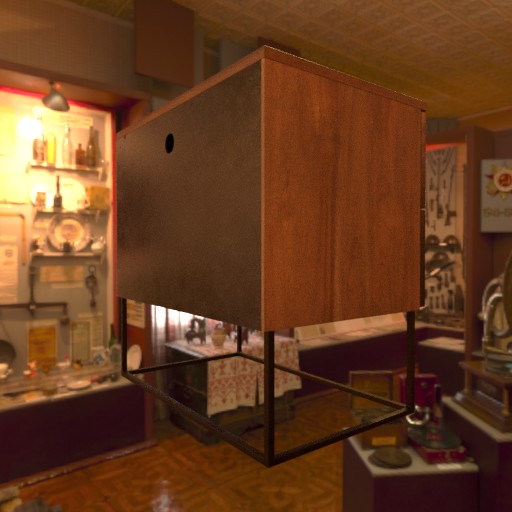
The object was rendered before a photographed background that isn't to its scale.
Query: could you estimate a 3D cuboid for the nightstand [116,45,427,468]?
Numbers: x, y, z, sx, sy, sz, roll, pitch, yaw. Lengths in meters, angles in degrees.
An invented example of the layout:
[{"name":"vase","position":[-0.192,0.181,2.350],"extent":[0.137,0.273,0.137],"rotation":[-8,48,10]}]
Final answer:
[{"name":"nightstand","position":[0.000,0.000,1.004],"extent":[0.427,0.611,0.605],"rotation":[-1,1,-37]}]
